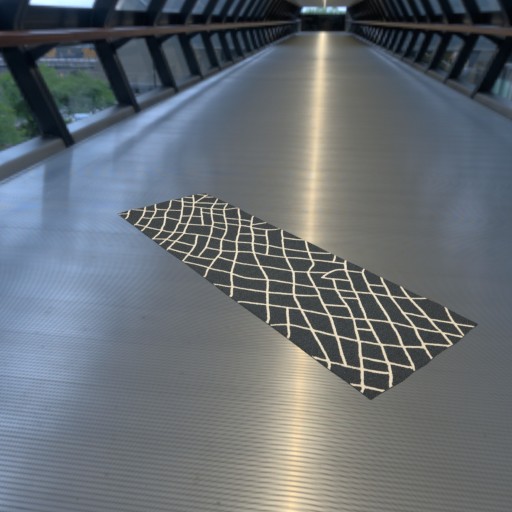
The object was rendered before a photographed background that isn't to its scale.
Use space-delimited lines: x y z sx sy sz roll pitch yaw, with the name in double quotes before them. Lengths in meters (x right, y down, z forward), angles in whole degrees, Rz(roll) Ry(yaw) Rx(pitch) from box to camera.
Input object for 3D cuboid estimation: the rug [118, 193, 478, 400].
"rug" 0.000 0.000 2.762 0.807 0.010 2.476 -19 33 -33
